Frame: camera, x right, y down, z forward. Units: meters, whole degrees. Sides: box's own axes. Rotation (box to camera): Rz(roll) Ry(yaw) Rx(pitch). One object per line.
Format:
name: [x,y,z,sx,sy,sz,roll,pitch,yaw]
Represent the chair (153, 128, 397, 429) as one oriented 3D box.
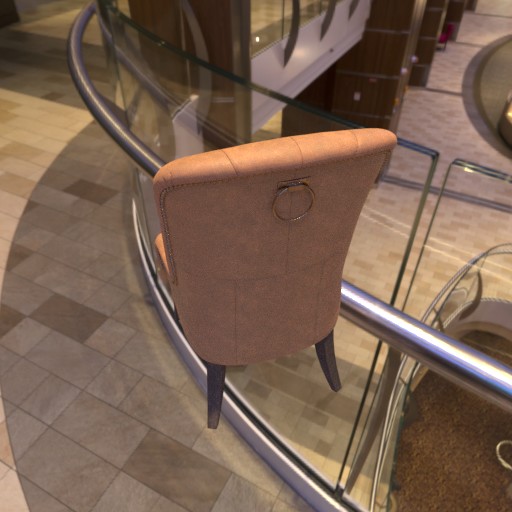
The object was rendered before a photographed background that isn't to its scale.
chair: [0.000,0.000,1.504,0.634,1.091,0.629,-12,42,-14]
